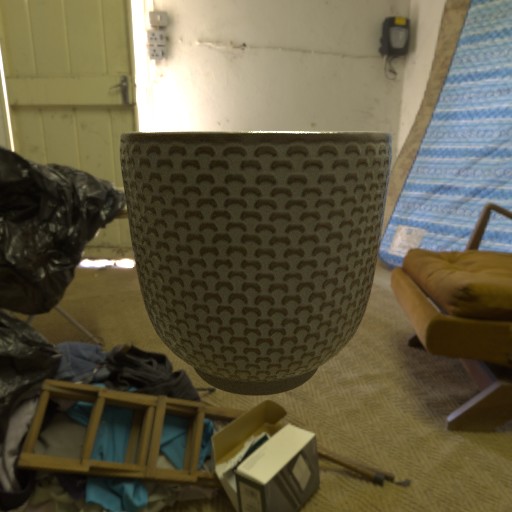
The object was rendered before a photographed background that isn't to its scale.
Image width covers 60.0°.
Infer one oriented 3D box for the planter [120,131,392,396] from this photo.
[{"bbox_3d":[0.000,0.000,0.355,0.197,0.191,0.197,0,15,0],"label":"planter"}]
